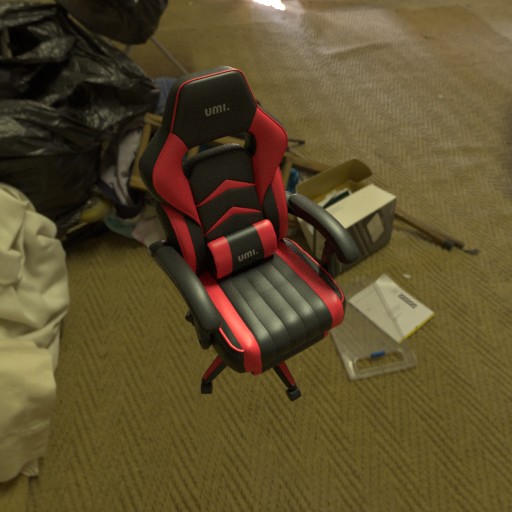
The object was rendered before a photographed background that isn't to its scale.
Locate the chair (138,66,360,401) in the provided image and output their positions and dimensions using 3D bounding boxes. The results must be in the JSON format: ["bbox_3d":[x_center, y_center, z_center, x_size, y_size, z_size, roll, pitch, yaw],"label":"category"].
[{"bbox_3d":[0.000,0.000,1.716,0.700,1.220,0.700,-24,51,-21],"label":"chair"}]
